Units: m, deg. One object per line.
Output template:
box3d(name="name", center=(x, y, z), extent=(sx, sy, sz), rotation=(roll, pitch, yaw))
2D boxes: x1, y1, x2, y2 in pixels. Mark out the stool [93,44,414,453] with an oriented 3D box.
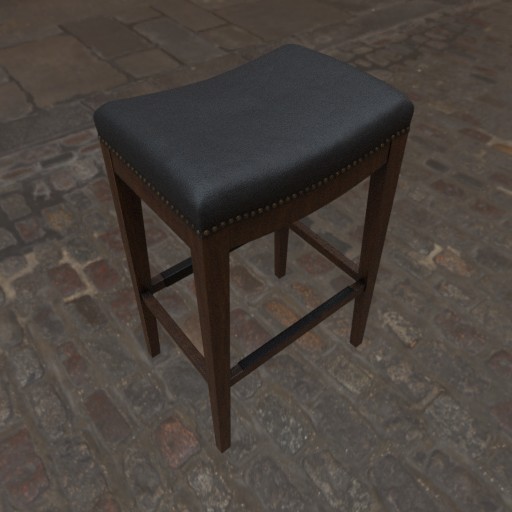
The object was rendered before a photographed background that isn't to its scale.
box3d(name="stool", center=(0.000, 0.000, 1.002), extent=(0.500, 0.765, 0.361), rotation=(-30, 53, -26))
